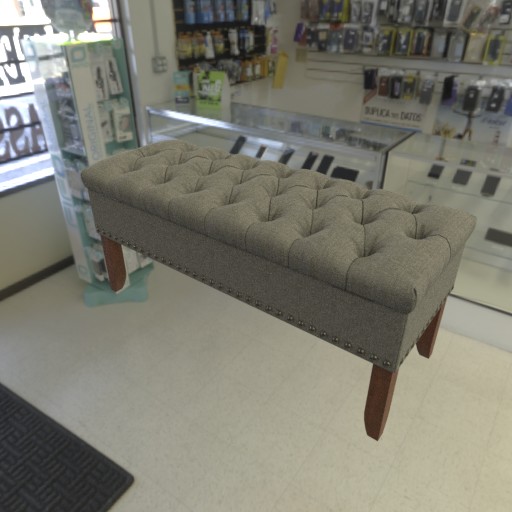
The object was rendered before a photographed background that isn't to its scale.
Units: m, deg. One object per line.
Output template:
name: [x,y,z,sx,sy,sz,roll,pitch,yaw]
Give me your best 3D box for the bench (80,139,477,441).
bench: [0.000,0.000,1.315,1.052,0.470,0.417,22,37,32]
